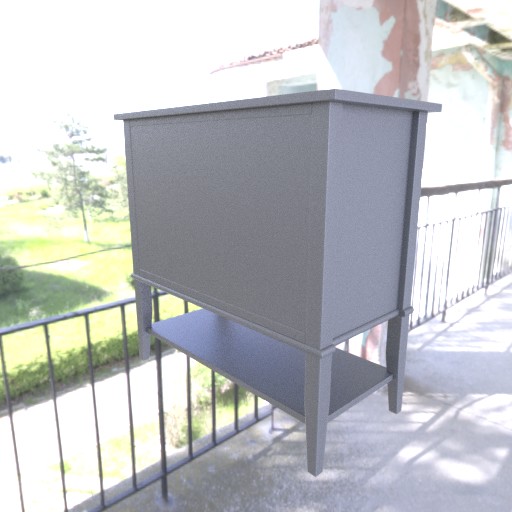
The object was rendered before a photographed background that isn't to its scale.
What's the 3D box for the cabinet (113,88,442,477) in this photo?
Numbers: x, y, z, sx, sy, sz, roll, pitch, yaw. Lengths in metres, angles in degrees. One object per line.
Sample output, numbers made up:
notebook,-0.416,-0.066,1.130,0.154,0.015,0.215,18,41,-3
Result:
cabinet,0.000,0.000,1.239,0.396,0.780,0.801,-13,19,-42
